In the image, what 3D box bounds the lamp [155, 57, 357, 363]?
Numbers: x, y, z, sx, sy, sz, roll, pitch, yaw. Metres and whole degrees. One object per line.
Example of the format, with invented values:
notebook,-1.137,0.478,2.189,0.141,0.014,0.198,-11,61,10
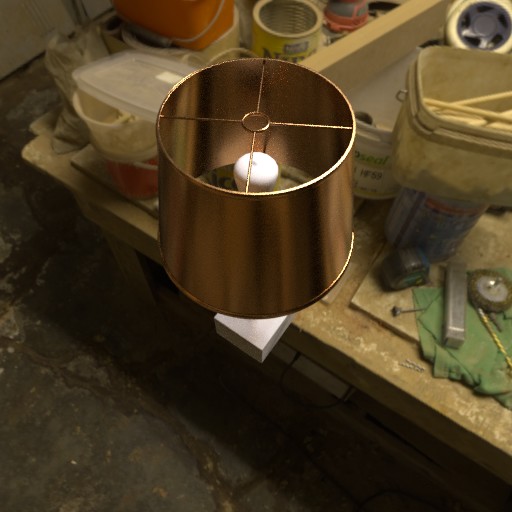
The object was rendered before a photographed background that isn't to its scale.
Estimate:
lamp,0.000,0.000,0.518,0.208,0.406,0.208,0,58,0
